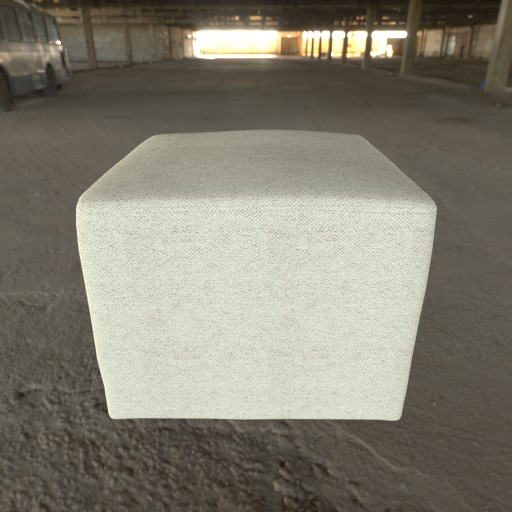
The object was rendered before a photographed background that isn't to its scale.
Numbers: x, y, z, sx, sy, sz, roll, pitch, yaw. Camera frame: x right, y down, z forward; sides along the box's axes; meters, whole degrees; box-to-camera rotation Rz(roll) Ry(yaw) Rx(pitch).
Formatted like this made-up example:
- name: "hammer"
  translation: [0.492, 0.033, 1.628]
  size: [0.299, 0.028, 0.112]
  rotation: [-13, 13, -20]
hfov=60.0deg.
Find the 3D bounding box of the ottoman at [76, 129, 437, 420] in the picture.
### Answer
- name: "ottoman"
  translation: [0.000, 0.000, 0.906]
  size: [0.512, 0.453, 0.521]
  rotation: [0, 25, 0]
